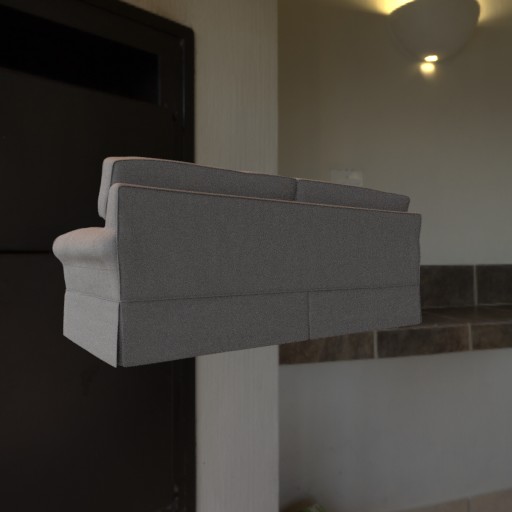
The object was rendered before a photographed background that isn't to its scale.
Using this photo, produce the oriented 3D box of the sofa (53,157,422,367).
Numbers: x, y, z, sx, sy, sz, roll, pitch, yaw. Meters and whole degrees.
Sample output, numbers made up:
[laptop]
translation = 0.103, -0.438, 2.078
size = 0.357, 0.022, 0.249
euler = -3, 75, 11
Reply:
[sofa]
translation = 0.000, 0.000, 2.830
size = 2.248, 0.943, 0.991
euler = 0, 0, -36
